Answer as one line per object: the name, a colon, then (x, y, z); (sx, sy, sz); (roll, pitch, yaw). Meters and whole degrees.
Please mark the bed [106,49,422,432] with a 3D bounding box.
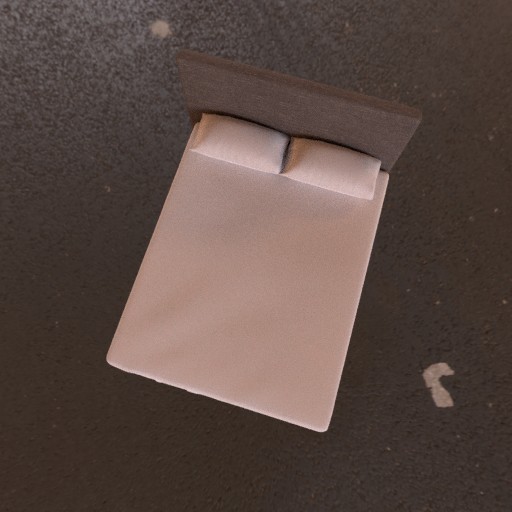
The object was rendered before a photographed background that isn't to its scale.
bed: (0.000, 0.000, 3.220); (1.723, 1.330, 2.142); (16, 75, 4)
